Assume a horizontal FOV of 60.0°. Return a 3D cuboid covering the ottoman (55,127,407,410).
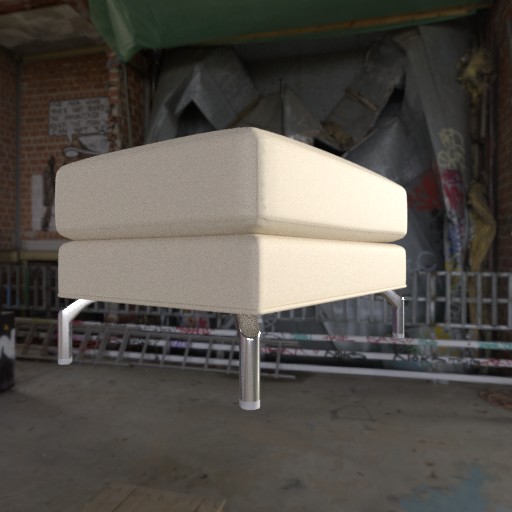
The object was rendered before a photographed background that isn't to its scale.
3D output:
[{"bbox_3d":[0.000,0.000,1.195,0.581,0.497,0.835,0,0,35],"label":"ottoman"}]
